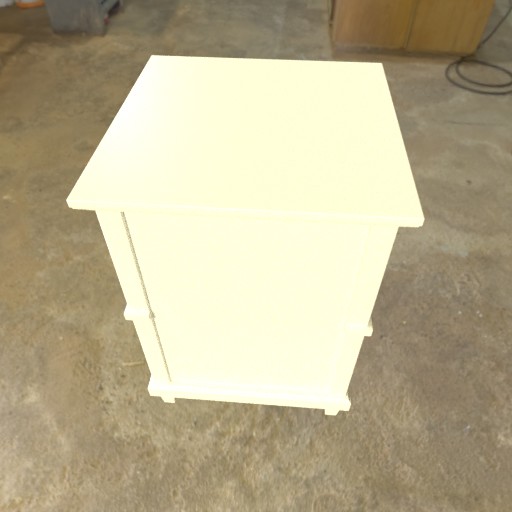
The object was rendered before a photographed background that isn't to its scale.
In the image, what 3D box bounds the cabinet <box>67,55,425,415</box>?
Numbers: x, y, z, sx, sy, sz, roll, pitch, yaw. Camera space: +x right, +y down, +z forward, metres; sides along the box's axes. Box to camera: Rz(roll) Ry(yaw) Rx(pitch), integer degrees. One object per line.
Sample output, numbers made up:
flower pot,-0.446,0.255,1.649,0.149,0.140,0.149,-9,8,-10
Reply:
cabinet,0.000,0.000,1.136,0.544,0.775,0.547,3,46,3
